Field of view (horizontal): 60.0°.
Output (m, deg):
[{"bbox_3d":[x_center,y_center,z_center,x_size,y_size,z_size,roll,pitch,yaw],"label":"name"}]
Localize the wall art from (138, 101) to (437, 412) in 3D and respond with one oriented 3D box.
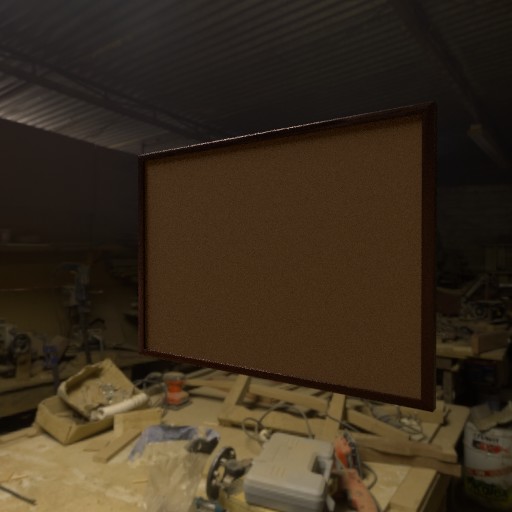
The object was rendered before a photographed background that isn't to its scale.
[{"bbox_3d":[0.000,0.000,0.560,0.431,0.304,0.012,0,1,35],"label":"wall art"}]
